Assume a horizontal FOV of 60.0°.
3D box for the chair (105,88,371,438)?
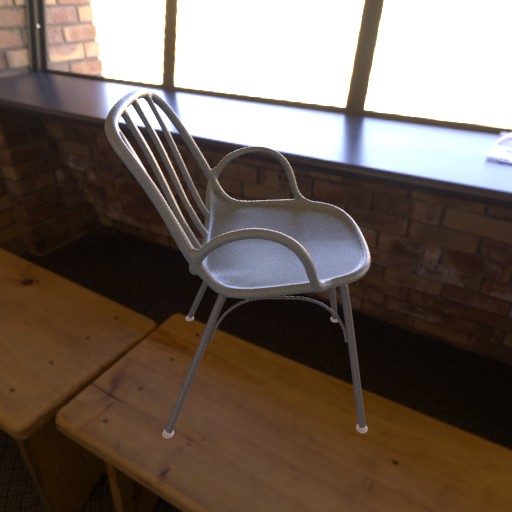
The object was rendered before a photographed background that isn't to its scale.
[{"bbox_3d":[0.000,0.000,1.180,0.597,0.816,0.549,0,31,0],"label":"chair"}]
